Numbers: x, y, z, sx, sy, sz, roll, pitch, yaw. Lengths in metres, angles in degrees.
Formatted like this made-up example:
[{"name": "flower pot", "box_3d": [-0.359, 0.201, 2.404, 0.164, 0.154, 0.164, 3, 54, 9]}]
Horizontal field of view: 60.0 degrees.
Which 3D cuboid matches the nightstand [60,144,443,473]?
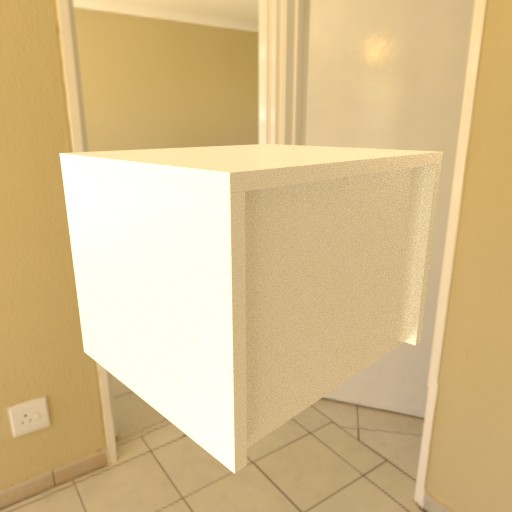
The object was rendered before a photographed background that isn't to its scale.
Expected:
[{"name": "nightstand", "box_3d": [0.000, 0.000, 0.769, 0.470, 0.351, 0.408, -16, 23, -42]}]
